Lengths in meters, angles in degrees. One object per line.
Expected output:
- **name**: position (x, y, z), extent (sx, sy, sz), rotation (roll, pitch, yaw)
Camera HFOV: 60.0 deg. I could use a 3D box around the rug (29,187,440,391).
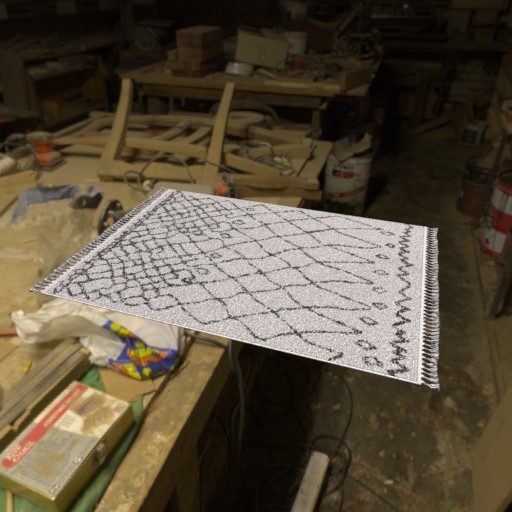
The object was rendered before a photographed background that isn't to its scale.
- **rug**: position (0.000, 0.000, 2.969), extent (2.312, 0.017, 1.613), rotation (10, 34, 16)
